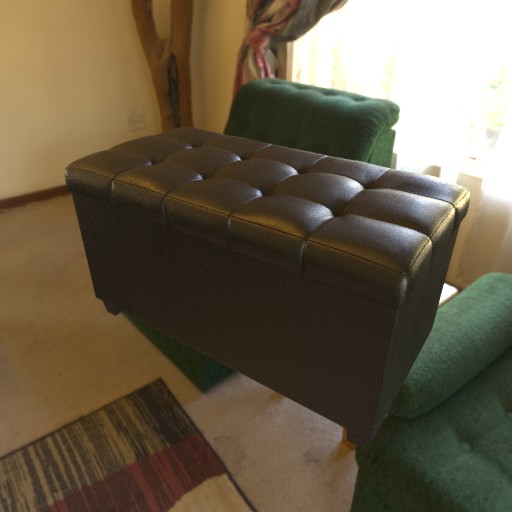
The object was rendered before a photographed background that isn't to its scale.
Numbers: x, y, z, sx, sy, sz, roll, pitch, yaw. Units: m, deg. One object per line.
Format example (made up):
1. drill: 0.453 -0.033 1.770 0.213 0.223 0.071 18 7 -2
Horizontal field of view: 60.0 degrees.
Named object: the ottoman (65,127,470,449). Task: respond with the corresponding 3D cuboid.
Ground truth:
1. ottoman: 0.000 0.000 1.100 0.838 0.470 0.432 20 36 29
